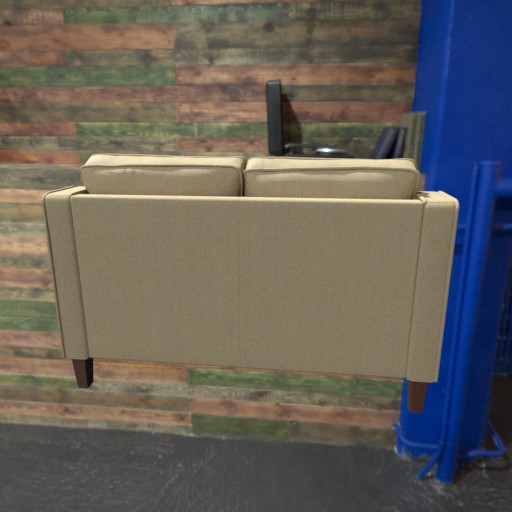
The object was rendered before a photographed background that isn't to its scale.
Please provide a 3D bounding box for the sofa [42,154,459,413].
[{"bbox_3d":[0.000,0.000,2.121,1.501,0.971,0.987,2,15,7],"label":"sofa"}]
